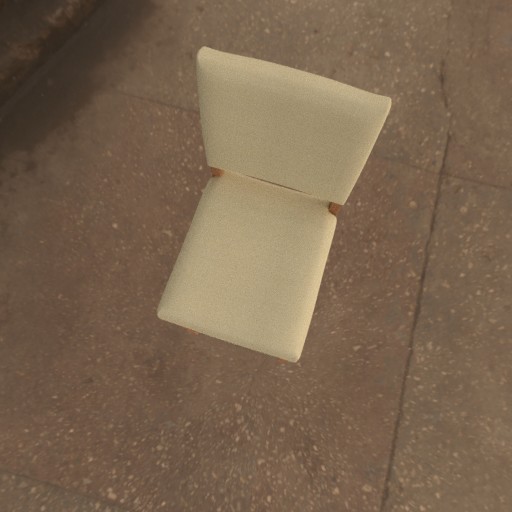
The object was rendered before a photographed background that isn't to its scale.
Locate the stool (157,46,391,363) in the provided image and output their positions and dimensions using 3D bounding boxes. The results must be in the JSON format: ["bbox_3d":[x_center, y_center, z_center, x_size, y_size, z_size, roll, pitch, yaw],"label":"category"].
[{"bbox_3d":[0.000,0.000,1.453,0.445,1.168,0.584,17,76,4],"label":"stool"}]
